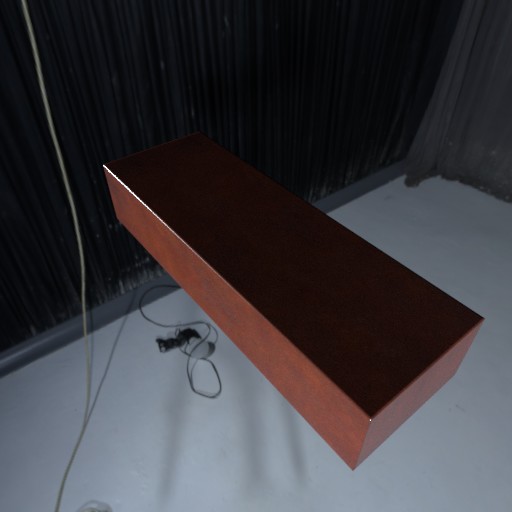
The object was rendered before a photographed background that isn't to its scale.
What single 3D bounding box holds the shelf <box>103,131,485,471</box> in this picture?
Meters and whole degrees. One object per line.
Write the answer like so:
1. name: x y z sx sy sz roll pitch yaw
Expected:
1. shelf: 0.000 0.000 0.518 0.152 0.088 0.457 -28 49 -28
